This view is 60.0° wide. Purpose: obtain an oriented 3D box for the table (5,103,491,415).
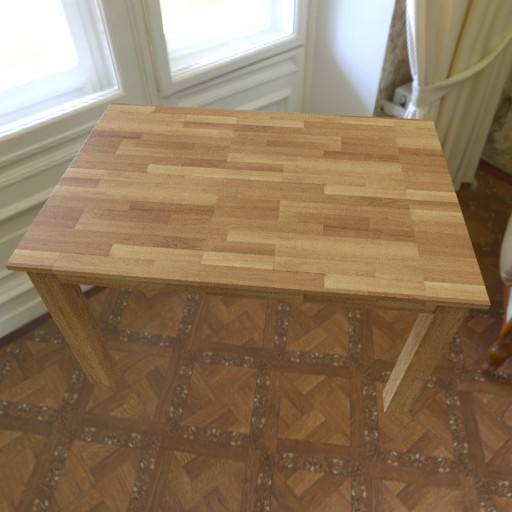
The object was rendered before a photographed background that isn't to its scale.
[{"bbox_3d":[0.000,0.000,1.757,1.300,0.750,0.900,4,48,4],"label":"table"}]
